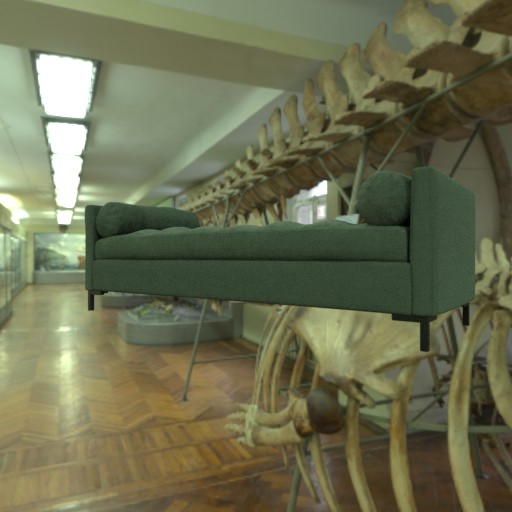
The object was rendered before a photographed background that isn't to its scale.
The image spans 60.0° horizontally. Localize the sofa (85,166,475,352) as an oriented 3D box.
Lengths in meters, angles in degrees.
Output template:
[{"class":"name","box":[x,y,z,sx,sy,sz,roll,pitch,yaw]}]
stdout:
[{"class":"sofa","box":[0.000,0.000,2.475,2.130,0.681,0.817,0,0,36]}]
